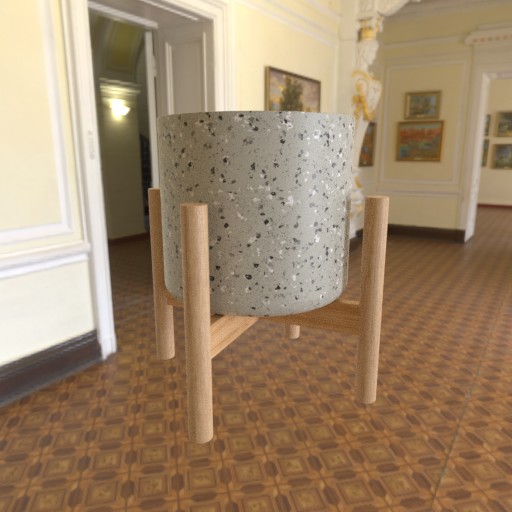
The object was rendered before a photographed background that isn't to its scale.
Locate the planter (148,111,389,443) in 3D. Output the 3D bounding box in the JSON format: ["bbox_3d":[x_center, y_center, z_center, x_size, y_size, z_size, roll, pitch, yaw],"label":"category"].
[{"bbox_3d":[0.000,0.000,0.544,0.284,0.320,0.284,-12,18,-42],"label":"planter"}]
